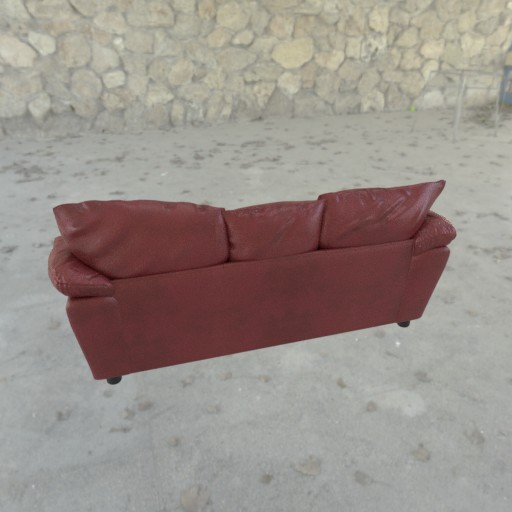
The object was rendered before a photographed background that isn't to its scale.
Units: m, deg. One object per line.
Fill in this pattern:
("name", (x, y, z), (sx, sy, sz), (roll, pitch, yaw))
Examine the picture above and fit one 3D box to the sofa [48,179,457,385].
("sofa", (0.000, 0.000, 2.817), (2.390, 1.091, 0.907), (-8, 27, -15))
